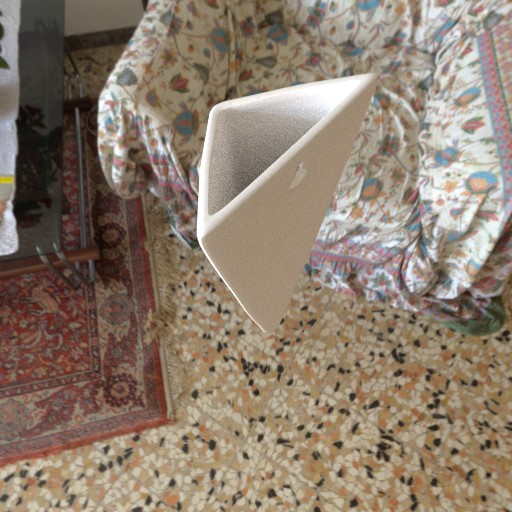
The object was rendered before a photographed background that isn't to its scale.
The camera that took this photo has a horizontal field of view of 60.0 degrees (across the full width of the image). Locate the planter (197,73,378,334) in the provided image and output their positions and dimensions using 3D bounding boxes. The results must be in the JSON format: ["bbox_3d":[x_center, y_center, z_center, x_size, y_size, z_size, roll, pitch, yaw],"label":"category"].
[{"bbox_3d":[0.000,0.000,0.387,0.065,0.338,0.143,39,70,17],"label":"planter"}]
